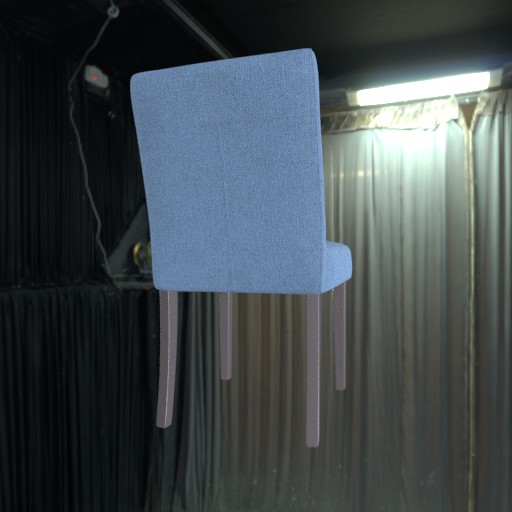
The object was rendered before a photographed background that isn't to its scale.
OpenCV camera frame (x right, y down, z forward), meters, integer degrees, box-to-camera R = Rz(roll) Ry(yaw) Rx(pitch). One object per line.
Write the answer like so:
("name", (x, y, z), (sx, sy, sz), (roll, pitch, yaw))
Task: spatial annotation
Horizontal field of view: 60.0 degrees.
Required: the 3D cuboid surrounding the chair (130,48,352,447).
("chair", (0.000, 0.000, 1.260), (0.487, 0.882, 0.629), (0, 0, 17))
